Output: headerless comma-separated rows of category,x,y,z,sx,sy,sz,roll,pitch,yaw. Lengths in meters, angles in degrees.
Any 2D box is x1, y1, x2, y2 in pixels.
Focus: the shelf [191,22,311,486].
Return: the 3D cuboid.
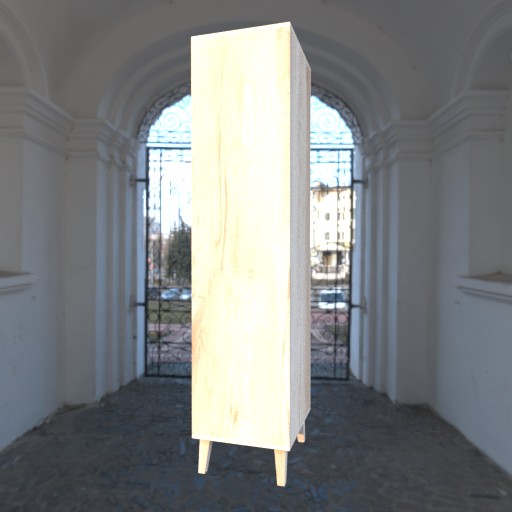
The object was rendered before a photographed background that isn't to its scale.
shelf,0.000,0.000,2.168,0.450,1.960,0.510,0,1,17
